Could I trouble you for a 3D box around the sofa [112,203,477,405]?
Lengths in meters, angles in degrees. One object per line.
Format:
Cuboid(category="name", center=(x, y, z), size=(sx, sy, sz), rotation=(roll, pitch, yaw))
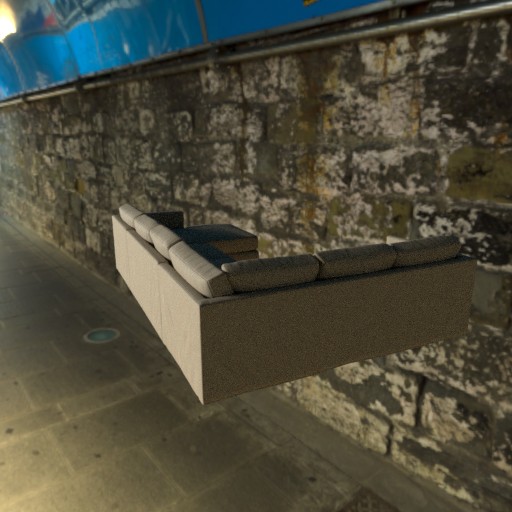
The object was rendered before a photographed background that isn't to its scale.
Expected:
Cuboid(category="sofa", center=(0.000, 0.000, 4.715), size=(2.427, 0.882, 3.460), rotation=(-7, 17, -25))
